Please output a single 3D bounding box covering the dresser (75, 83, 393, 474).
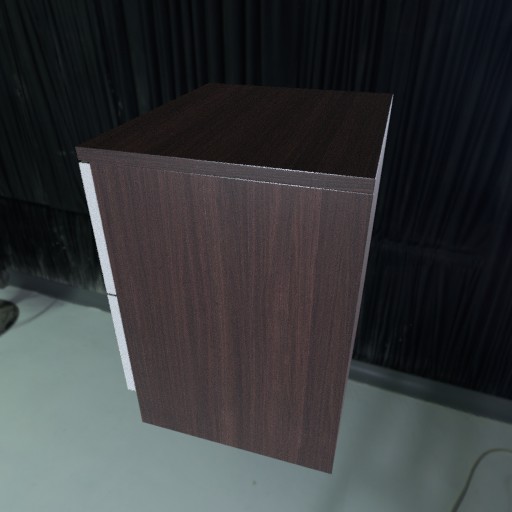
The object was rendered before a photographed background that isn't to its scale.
[{"bbox_3d":[0.000,0.000,0.750,0.360,0.470,0.400,9,33,14],"label":"dresser"}]
